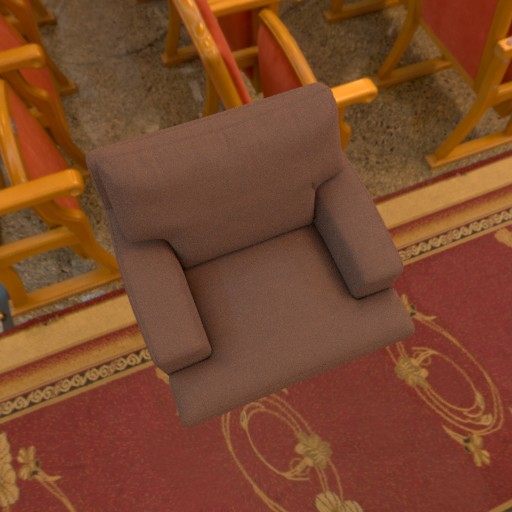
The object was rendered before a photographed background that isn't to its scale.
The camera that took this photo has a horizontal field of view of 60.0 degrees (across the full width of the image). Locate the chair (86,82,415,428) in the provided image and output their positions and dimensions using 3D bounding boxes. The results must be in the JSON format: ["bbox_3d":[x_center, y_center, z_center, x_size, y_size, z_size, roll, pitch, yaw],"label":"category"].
[{"bbox_3d":[0.000,0.000,2.010,1.168,0.940,1.143,-20,67,-9],"label":"chair"}]
